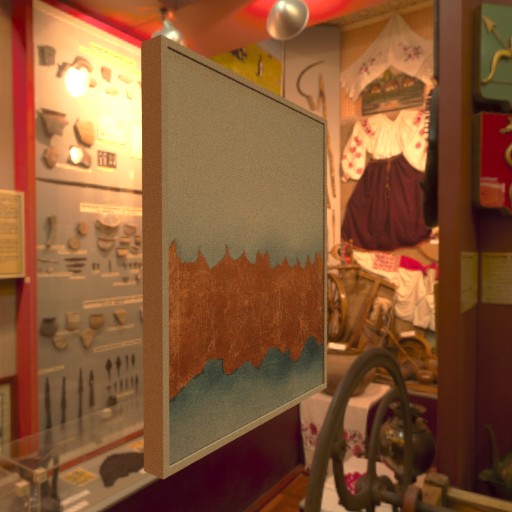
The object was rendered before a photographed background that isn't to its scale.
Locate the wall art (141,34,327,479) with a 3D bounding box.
[{"bbox_3d":[0.000,0.000,0.744,0.039,0.553,0.451,1,1,36],"label":"wall art"}]
